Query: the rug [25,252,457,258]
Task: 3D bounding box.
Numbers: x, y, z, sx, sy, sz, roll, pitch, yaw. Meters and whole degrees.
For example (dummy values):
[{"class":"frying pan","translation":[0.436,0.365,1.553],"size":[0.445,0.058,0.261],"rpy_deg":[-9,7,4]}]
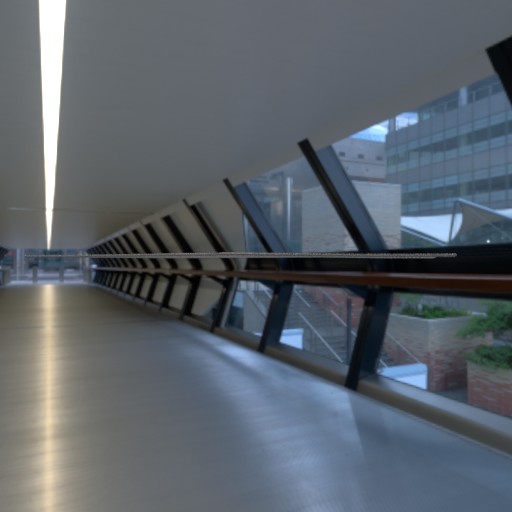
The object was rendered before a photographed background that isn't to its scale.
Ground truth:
[{"class":"rug","translation":[0.000,0.000,2.957],"size":[2.307,0.030,1.604],"rpy_deg":[0,0,19]}]
